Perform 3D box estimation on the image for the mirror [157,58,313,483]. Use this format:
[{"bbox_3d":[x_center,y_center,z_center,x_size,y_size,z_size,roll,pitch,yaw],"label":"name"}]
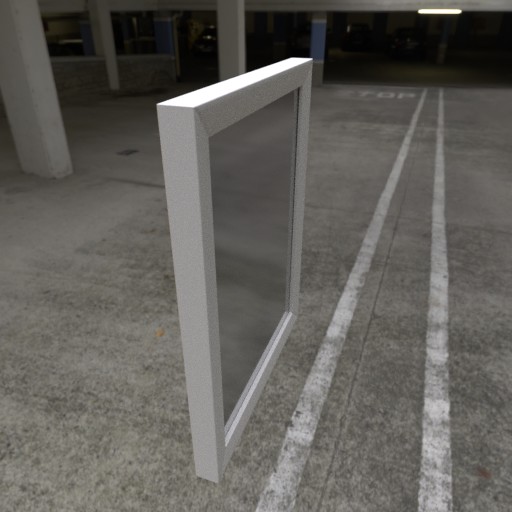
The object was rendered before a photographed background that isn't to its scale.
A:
[{"bbox_3d":[0.000,0.000,0.664,0.041,0.508,0.405,10,31,18],"label":"mirror"}]
